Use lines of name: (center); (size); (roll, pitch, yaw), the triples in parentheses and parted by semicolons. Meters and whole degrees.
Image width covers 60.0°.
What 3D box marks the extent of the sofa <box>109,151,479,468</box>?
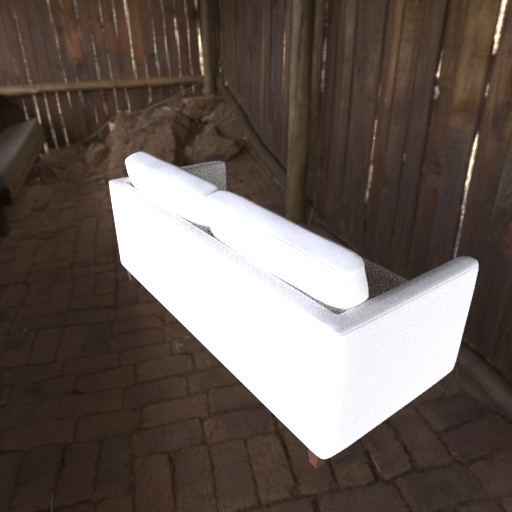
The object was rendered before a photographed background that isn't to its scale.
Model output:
sofa: (0.000, 0.000, 2.559); (0.924, 0.933, 2.139); (-18, 32, -32)
